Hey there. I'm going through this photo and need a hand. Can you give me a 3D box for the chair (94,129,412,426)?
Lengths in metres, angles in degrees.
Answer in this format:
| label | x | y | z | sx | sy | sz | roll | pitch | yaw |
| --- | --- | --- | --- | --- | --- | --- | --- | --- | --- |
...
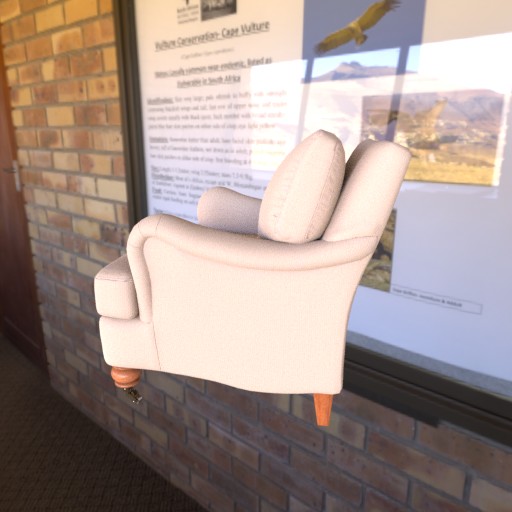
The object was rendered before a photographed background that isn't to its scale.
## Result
| label | x | y | z | sx | sy | sz | roll | pitch | yaw |
| --- | --- | --- | --- | --- | --- | --- | --- | --- | --- |
| chair | 0.000 | 0.000 | 1.902 | 1.070 | 1.038 | 0.955 | 3 | 16 | 9 |
